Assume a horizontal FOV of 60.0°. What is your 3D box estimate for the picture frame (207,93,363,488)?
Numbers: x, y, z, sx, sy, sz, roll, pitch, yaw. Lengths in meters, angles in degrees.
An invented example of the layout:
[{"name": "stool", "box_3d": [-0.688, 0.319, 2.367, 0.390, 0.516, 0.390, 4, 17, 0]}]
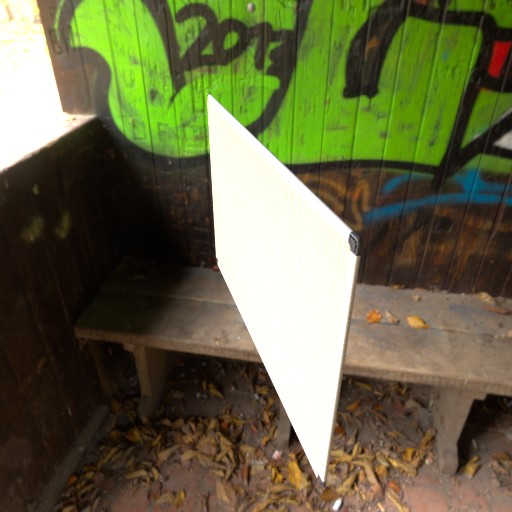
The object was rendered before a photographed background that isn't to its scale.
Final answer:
[{"name": "picture frame", "box_3d": [0.000, 0.000, 1.116, 0.010, 0.600, 0.900, -10, 34, -15]}]
